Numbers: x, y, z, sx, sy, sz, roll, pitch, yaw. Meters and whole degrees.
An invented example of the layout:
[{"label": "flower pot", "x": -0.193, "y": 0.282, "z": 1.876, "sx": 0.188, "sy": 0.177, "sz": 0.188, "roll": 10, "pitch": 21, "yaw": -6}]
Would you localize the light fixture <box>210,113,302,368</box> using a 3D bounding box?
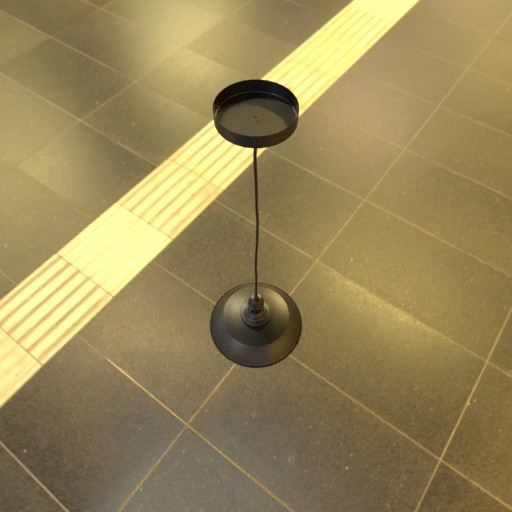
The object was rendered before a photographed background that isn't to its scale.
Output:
[{"label": "light fixture", "x": 0.000, "y": 0.000, "z": 1.215, "sx": 0.331, "sy": 0.993, "sz": 0.331, "roll": 14, "pitch": 58, "yaw": 9}]
